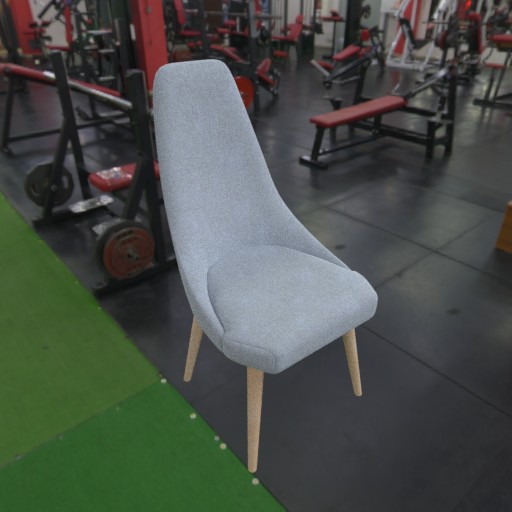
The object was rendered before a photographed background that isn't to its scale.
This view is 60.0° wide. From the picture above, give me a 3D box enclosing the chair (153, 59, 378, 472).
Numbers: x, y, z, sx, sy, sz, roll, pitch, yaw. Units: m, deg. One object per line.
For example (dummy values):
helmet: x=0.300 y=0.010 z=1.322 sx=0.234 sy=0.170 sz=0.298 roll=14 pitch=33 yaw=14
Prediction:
chair: x=0.000 y=0.000 z=1.360 sx=0.510 sy=1.040 sz=0.660 roll=-22 pitch=37 yaw=-32
